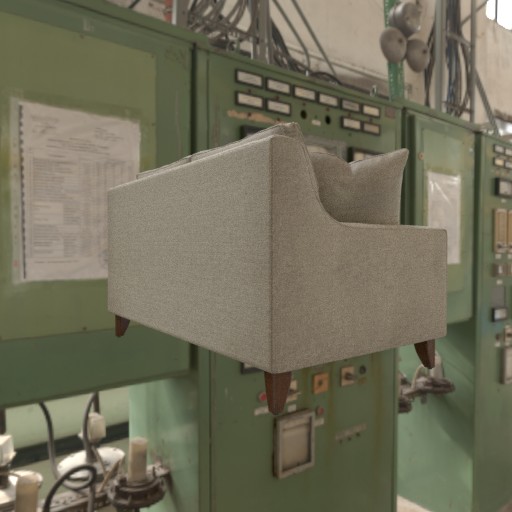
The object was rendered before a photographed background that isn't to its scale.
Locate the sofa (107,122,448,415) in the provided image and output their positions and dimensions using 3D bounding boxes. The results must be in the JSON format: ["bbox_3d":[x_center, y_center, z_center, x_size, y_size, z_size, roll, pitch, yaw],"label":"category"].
[{"bbox_3d":[0.000,0.000,2.021,0.915,0.863,1.422,-1,2,-36],"label":"sofa"}]
